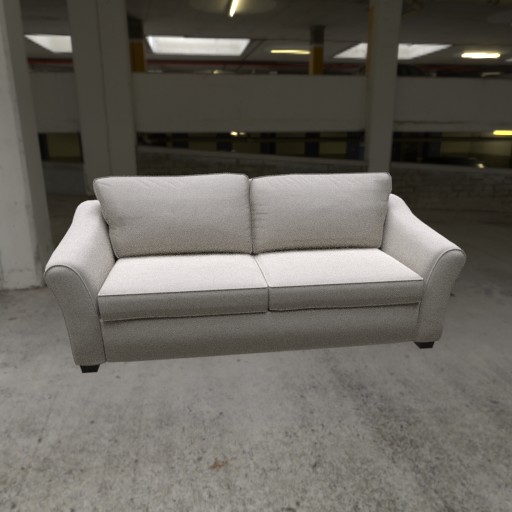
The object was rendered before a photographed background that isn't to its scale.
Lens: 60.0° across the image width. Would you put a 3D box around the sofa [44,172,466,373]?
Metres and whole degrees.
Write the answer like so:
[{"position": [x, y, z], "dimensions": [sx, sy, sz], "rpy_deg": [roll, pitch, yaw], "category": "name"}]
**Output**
[{"position": [0.000, 0.000, 2.754], "dimensions": [2.270, 0.965, 0.980], "rpy_deg": [-2, 17, -8], "category": "sofa"}]
